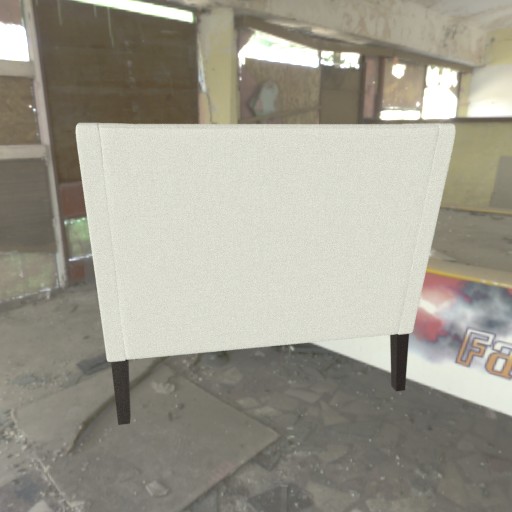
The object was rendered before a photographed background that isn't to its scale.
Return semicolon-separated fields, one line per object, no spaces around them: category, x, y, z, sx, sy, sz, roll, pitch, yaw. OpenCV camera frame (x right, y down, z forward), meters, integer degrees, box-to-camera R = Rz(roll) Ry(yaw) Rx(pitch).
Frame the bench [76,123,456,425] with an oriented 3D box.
bench;0.000;0.000;1.969;1.280;1.123;0.847;-3;17;-11
